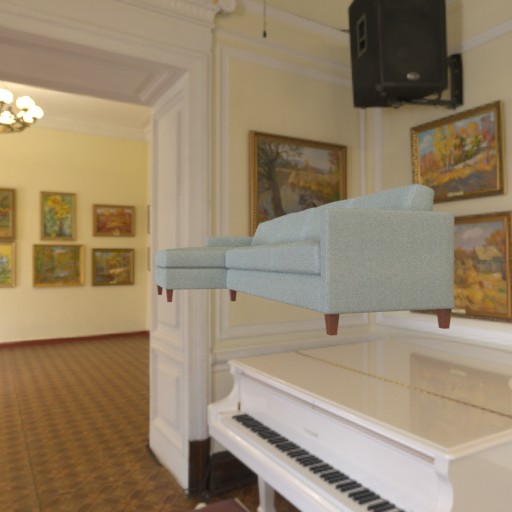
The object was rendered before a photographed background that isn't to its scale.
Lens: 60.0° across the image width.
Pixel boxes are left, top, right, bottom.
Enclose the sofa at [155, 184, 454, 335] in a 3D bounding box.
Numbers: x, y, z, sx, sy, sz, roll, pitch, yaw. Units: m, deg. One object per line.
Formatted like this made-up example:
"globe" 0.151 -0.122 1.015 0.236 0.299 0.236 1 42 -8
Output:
"sofa" 0.000 0.000 4.214 1.600 0.953 3.470 0 -1 -18
